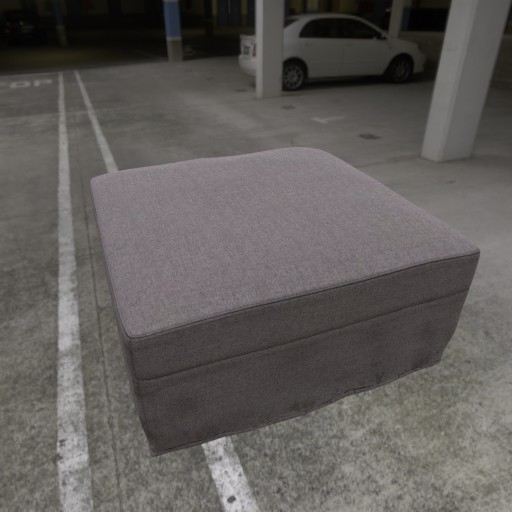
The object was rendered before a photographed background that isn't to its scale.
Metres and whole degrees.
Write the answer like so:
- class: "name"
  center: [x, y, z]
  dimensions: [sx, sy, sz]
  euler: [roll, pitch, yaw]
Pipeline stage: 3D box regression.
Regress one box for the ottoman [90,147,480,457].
- class: "ottoman"
  center: [0.000, 0.000, 1.308]
  dimensions: [0.843, 0.436, 0.840]
  euler: [-12, 33, -19]
